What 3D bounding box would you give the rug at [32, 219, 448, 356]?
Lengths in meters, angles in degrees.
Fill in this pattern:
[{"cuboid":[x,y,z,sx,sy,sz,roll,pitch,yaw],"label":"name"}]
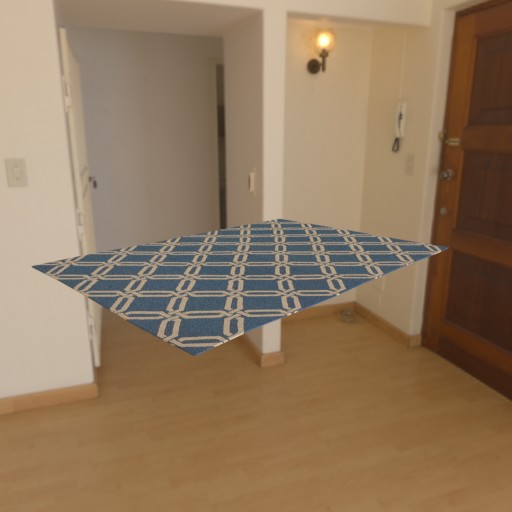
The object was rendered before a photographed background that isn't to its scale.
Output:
[{"cuboid":[0.000,0.000,2.735,1.524,0.013,2.135,14,21,43],"label":"rug"}]
